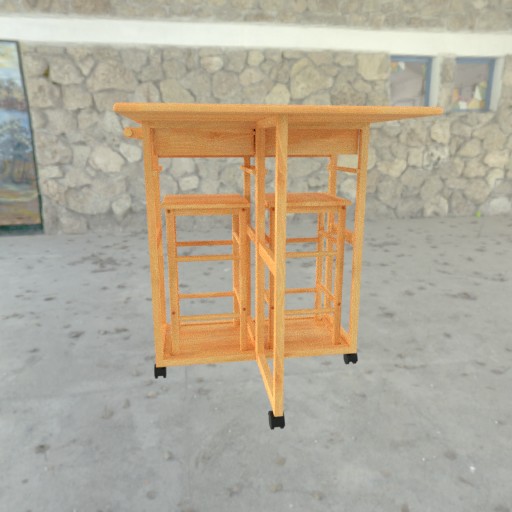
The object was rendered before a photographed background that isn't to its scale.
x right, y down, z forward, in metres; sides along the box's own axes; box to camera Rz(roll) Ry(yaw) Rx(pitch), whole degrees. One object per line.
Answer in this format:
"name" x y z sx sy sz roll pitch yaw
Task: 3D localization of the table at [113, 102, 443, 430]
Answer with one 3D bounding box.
"table" 0.000 0.000 1.373 0.752 0.832 0.693 -2 14 -8
